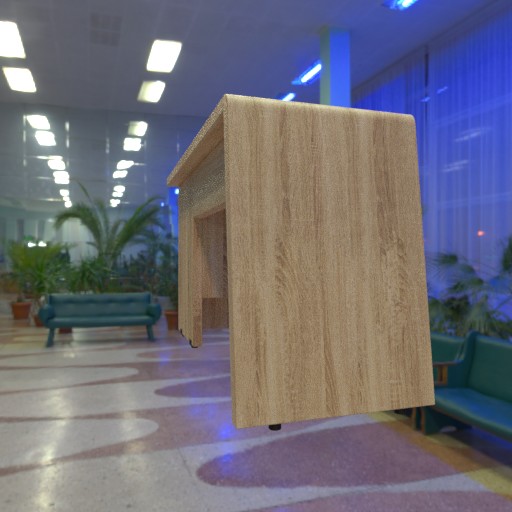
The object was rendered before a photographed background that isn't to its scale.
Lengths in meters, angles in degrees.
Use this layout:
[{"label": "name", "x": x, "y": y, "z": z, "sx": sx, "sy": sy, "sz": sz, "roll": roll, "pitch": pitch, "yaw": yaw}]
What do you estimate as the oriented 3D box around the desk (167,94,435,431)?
[{"label": "desk", "x": 0.000, "y": 0.000, "z": 1.618, "sx": 0.500, "sy": 0.750, "sz": 1.300, "roll": 0, "pitch": 0, "yaw": -18}]
